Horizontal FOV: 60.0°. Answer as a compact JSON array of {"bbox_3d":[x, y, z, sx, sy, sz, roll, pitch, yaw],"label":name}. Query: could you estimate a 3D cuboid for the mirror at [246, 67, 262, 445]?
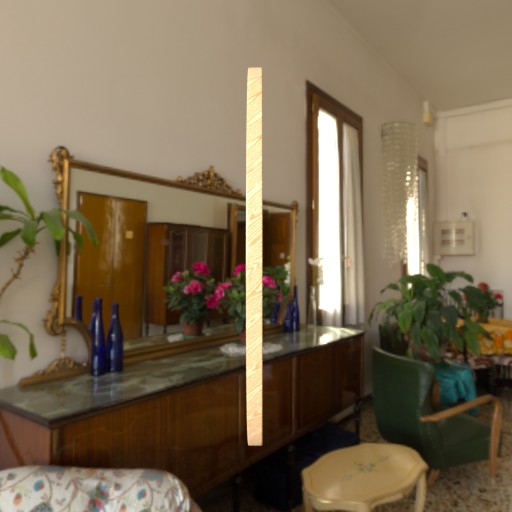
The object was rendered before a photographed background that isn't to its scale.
[{"bbox_3d":[0.000,0.000,1.360,0.037,1.075,0.724,0,-2,1],"label":"mirror"}]
